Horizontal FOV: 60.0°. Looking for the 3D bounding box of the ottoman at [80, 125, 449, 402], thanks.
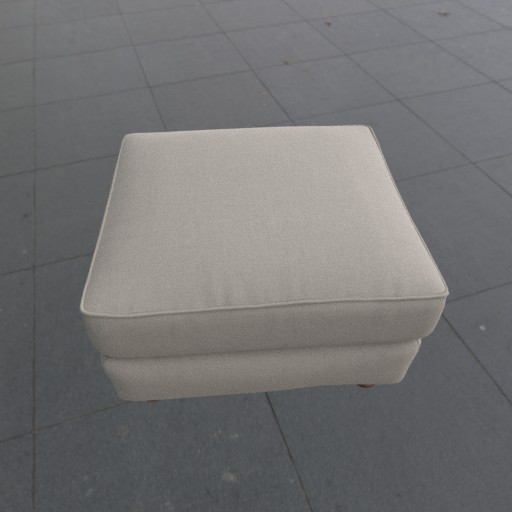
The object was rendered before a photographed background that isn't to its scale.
[{"bbox_3d":[0.000,0.000,1.156,0.716,0.505,0.662,-3,46,-3],"label":"ottoman"}]
